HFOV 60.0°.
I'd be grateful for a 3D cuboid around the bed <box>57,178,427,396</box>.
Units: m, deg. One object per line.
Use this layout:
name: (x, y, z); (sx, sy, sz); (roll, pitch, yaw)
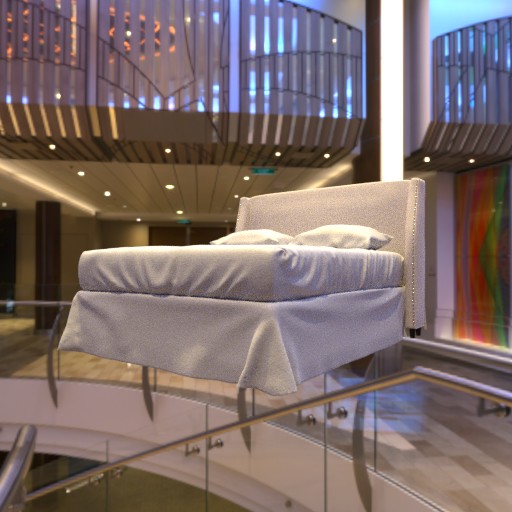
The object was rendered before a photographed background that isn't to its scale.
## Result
bed: (0.000, 0.000, 3.405); (1.925, 1.332, 2.276); (-1, -1, 37)
